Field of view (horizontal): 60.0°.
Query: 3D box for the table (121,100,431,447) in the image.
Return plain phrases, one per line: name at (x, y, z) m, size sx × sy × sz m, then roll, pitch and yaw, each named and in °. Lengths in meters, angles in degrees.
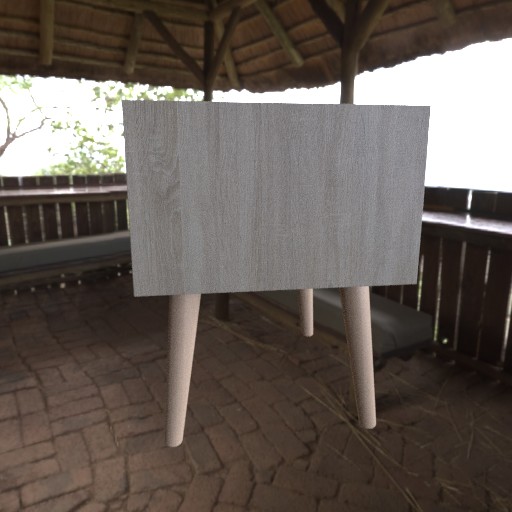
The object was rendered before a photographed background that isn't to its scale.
table at (0.000, 0.000, 0.788) m, size 0.370 × 0.470 × 0.450 m, roll -2°, pitch 13°, yaw -8°
